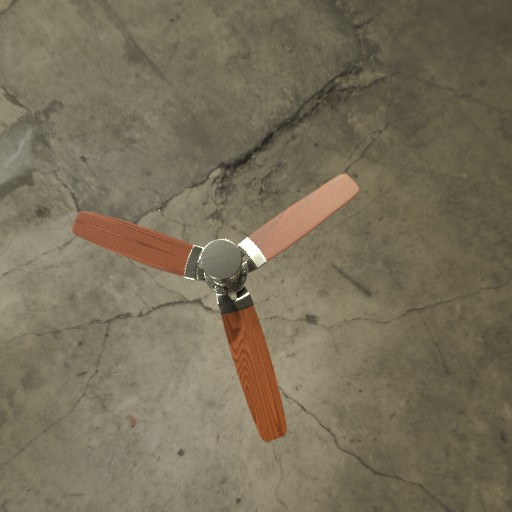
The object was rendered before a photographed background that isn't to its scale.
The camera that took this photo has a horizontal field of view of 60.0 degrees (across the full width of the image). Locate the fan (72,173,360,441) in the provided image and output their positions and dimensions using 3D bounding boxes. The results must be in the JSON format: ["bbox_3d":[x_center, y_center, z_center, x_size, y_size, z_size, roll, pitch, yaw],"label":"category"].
[{"bbox_3d":[0.000,0.000,2.042,1.271,0.410,1.416,-36,79,-8],"label":"fan"}]
